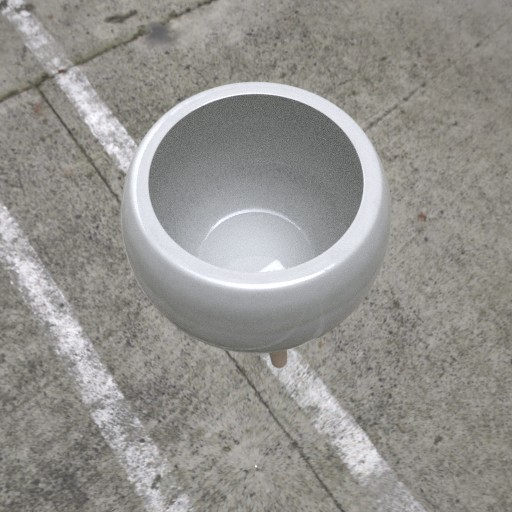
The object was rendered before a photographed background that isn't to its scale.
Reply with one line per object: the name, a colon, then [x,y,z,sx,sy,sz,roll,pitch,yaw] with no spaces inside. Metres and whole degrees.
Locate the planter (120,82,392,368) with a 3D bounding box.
planter: [0.000,0.000,0.443,0.222,0.278,0.222,0,65,0]
